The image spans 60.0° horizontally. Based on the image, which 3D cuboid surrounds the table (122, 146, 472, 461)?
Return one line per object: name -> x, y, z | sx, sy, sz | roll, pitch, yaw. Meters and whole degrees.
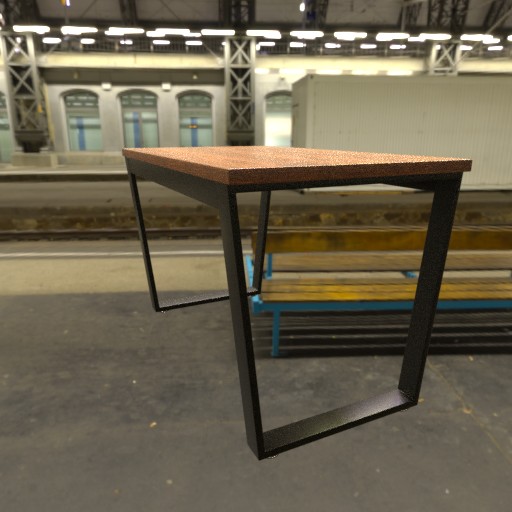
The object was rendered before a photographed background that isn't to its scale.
table -> 0.000, 0.000, 1.669 | 0.714, 0.760, 1.205 | -8, 18, -25
